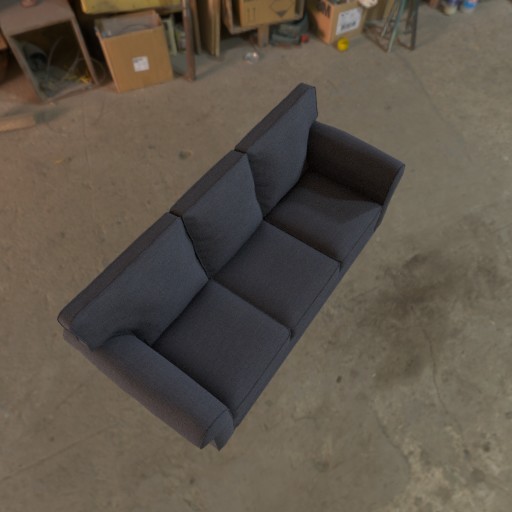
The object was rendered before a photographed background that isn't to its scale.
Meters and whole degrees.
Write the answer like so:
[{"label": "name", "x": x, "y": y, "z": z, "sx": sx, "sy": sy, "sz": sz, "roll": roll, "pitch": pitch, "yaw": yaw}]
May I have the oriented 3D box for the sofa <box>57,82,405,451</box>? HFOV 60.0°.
[{"label": "sofa", "x": 0.000, "y": 0.000, "z": 2.640, "sx": 0.909, "sy": 0.966, "sz": 2.084, "roll": 31, "pitch": 62, "yaw": 18}]
